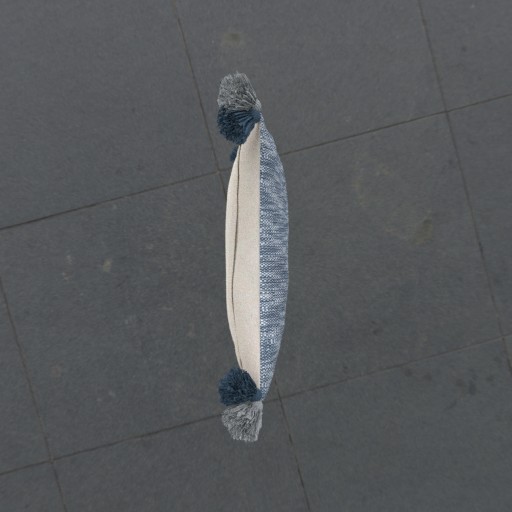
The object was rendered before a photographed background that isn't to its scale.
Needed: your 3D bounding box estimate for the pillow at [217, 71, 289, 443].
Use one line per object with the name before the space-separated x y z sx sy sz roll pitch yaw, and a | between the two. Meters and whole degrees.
pillow | 0.000 0.000 0.956 0.138 0.634 0.614 0 91 -1
